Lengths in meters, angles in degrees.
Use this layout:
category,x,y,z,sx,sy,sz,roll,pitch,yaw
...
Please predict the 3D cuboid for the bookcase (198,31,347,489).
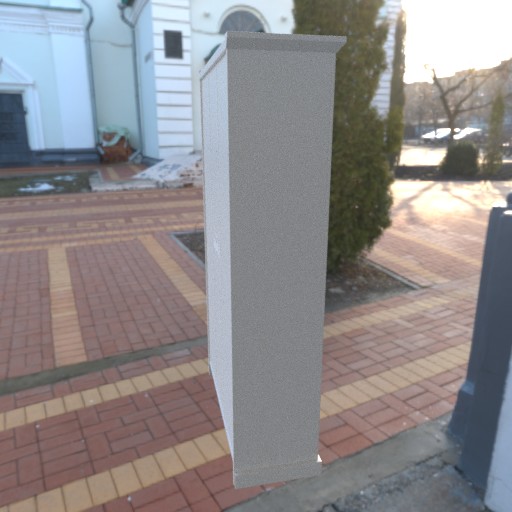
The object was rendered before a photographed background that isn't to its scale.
category,x,y,z,sx,sy,sz,roll,pitch,yaw
bookcase,0.000,0.000,2.278,0.432,1.880,1.050,-3,16,-12
